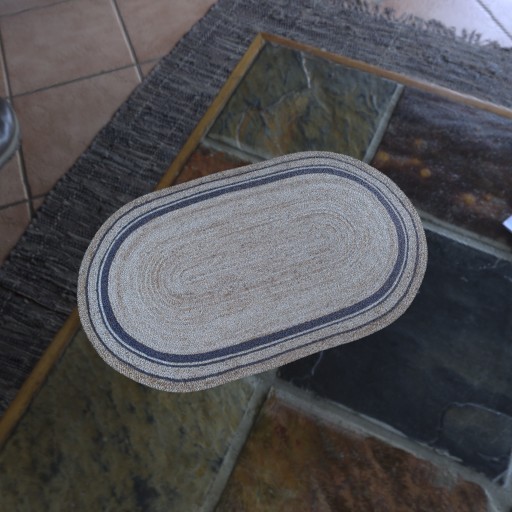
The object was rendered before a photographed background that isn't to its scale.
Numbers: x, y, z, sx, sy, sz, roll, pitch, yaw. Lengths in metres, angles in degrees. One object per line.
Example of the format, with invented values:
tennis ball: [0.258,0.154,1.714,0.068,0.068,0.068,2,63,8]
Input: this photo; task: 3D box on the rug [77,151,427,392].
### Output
rug: [0.000,0.000,3.048,2.432,0.006,1.520,-17,65,-8]
